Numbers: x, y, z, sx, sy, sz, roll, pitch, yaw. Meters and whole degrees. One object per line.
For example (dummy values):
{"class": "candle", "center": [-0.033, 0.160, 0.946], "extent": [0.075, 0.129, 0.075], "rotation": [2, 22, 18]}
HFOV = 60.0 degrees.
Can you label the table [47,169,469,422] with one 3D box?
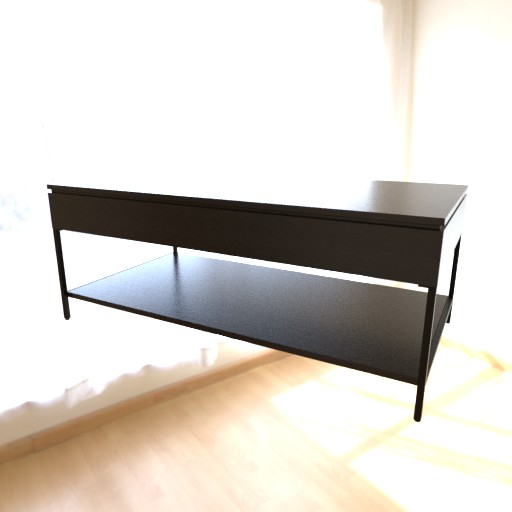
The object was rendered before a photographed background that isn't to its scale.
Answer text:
{"class": "table", "center": [0.000, 0.000, 1.356], "extent": [1.095, 0.435, 0.574], "rotation": [9, 18, 27]}
